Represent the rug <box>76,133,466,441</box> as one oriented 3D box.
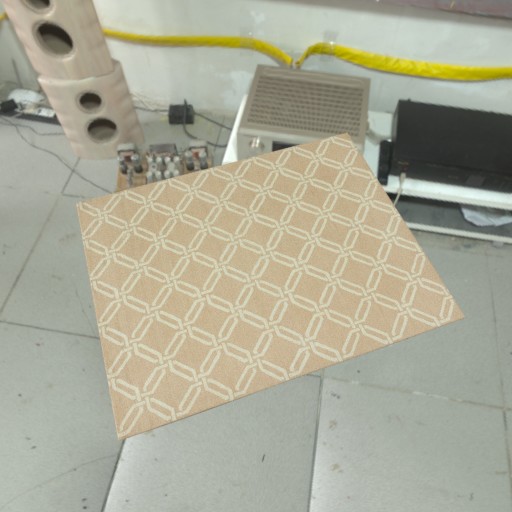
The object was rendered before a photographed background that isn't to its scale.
[{"bbox_3d":[0.000,0.000,3.992,2.895,0.018,2.288,-17,60,-10],"label":"rug"}]
